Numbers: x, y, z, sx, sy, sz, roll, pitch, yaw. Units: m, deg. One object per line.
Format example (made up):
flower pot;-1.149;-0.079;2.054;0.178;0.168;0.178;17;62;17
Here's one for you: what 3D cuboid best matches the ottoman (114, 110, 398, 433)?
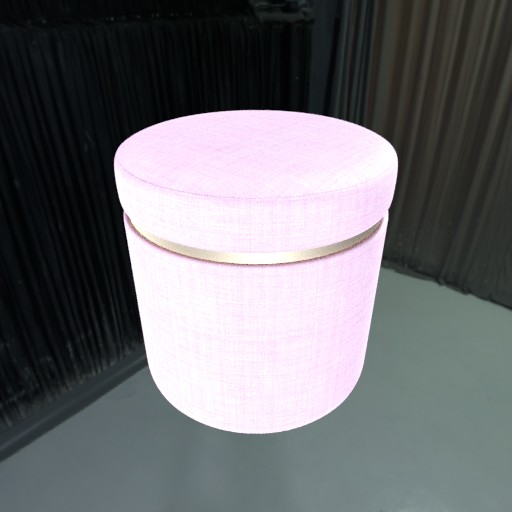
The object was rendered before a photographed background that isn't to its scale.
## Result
ottoman;0.000;0.000;0.735;0.400;0.406;0.400;0;31;0
